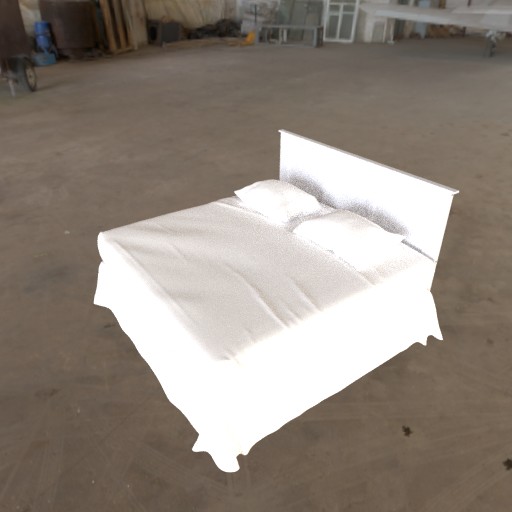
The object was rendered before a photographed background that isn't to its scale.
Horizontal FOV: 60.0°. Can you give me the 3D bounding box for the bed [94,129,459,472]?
[{"bbox_3d":[0.000,0.000,3.599,2.215,1.273,2.317,-20,36,-30],"label":"bed"}]
